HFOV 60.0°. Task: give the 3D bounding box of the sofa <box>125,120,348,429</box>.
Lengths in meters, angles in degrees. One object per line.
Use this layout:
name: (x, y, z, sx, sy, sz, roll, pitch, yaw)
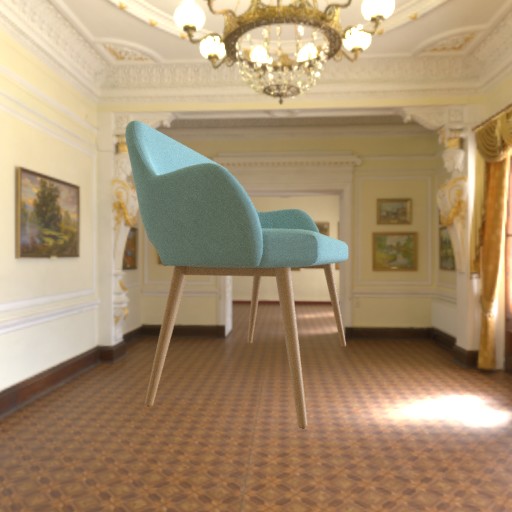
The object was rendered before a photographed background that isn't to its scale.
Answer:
sofa: (0.000, 0.000, 1.642, 0.610, 0.840, 1.150, 0, 0, 17)
